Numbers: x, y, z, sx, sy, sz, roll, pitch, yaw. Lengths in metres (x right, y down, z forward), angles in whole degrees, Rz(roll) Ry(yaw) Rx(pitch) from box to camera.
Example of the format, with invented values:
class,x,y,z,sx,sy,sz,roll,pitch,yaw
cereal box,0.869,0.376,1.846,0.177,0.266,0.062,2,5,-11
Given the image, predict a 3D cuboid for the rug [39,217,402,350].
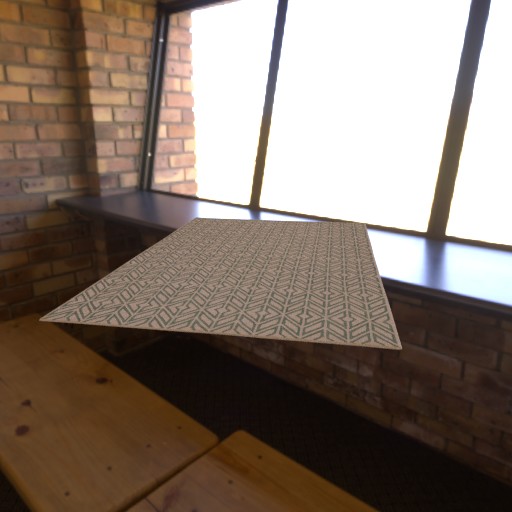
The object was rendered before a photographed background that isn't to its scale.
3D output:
class,x,y,z,sx,sy,sz,roll,pitch,yaw
rug,0.000,0.000,2.311,1.220,0.007,1.828,3,17,9
